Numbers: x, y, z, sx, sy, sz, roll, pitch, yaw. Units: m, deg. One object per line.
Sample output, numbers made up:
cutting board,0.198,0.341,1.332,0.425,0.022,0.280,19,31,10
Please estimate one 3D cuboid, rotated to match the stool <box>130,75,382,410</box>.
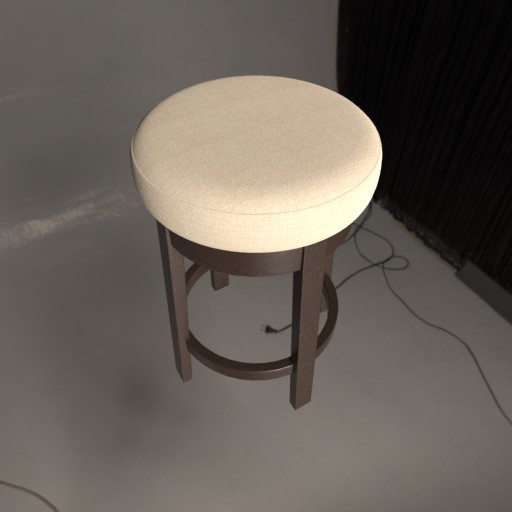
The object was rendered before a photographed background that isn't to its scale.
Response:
stool,0.000,0.000,0.970,0.449,0.655,0.449,0,46,0
